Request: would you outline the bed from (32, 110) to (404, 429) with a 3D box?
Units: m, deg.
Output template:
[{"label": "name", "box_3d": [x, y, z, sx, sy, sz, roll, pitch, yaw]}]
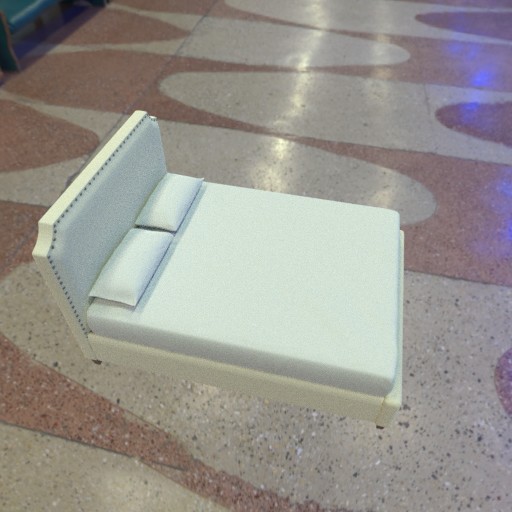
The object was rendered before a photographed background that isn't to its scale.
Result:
[{"label": "bed", "box_3d": [0.000, 0.000, 3.413, 2.329, 1.415, 1.703, 10, 47, 9]}]
